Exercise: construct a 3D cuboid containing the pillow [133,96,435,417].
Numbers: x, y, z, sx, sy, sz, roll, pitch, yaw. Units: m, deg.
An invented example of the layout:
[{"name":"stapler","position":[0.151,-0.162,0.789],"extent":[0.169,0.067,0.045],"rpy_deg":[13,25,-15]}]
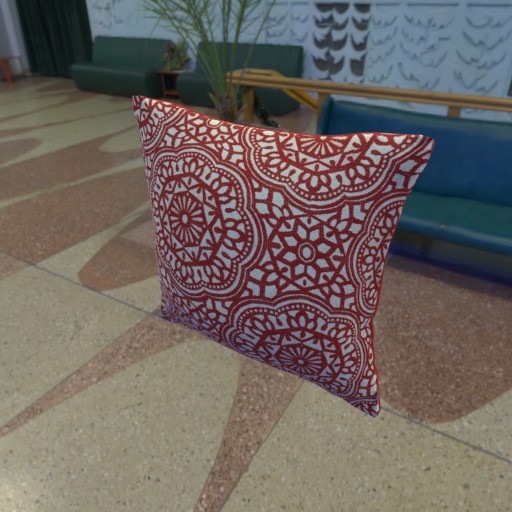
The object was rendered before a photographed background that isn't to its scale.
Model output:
[{"name":"pillow","position":[0.000,0.000,0.660],"extent":[0.438,0.419,0.162],"rpy_deg":[18,35,28]}]
